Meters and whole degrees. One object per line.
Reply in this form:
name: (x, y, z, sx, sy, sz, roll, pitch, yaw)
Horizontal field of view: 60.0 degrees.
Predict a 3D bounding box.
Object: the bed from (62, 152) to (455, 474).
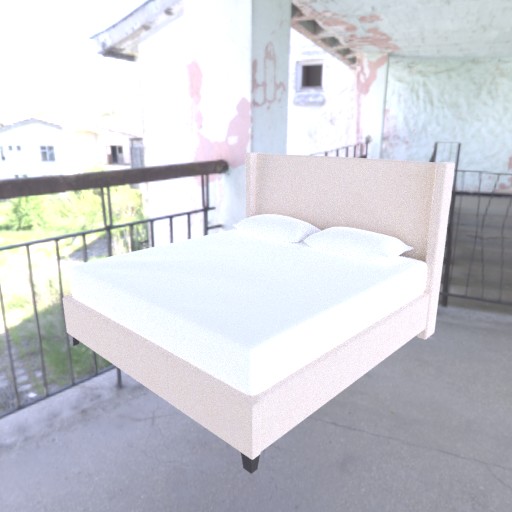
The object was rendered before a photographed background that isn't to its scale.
bed: (0.000, 0.000, 3.579, 2.145, 1.471, 2.293, 15, 22, 41)
